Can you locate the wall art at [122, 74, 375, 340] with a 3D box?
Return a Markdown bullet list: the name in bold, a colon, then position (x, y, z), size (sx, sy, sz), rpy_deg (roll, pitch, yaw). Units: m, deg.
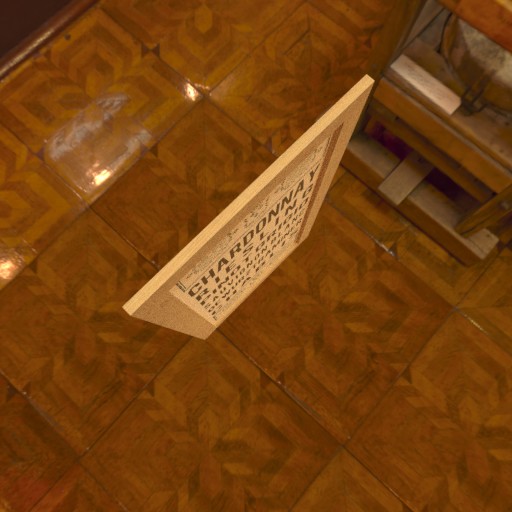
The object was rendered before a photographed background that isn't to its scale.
- **wall art**: position (0.000, 0.000, 0.818), size (0.013, 0.683, 0.381), rpy_deg (44, 81, 9)
